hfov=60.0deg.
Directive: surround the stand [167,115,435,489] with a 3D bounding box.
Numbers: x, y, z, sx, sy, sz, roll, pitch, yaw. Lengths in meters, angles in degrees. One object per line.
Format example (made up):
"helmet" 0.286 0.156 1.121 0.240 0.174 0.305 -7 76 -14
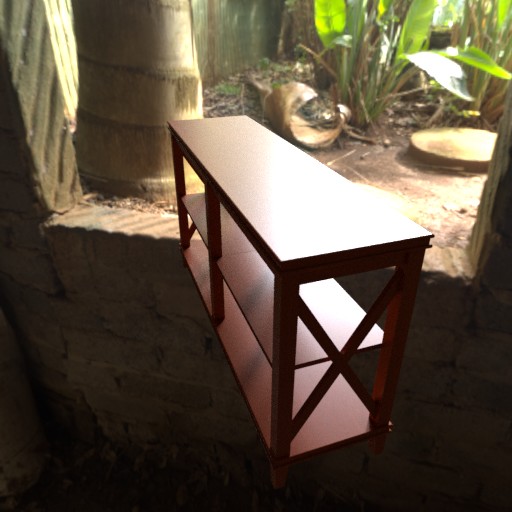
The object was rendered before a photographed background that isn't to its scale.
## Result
"stand" 0.000 0.000 1.701 0.381 0.762 1.372 -10 31 -17
